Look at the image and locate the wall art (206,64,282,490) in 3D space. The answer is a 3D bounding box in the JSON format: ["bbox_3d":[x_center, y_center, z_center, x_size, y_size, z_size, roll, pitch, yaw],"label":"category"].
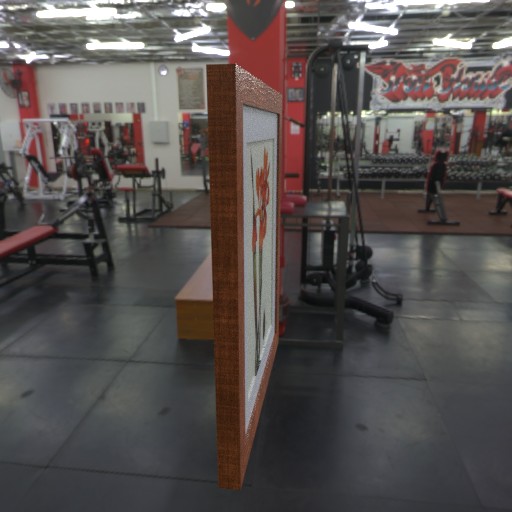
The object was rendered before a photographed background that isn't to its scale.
[{"bbox_3d":[0.000,0.000,0.782,0.033,0.567,0.467,3,16,9],"label":"wall art"}]
